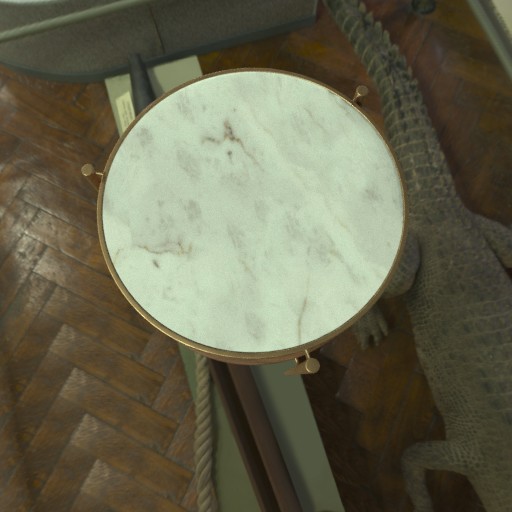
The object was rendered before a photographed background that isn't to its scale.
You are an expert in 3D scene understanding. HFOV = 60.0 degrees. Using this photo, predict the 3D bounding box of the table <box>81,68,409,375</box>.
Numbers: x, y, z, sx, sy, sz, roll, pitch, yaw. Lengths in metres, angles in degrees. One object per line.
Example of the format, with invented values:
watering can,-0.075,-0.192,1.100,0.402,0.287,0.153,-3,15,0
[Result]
table,0.000,0.000,0.831,0.430,0.493,0.456,-17,75,-5
